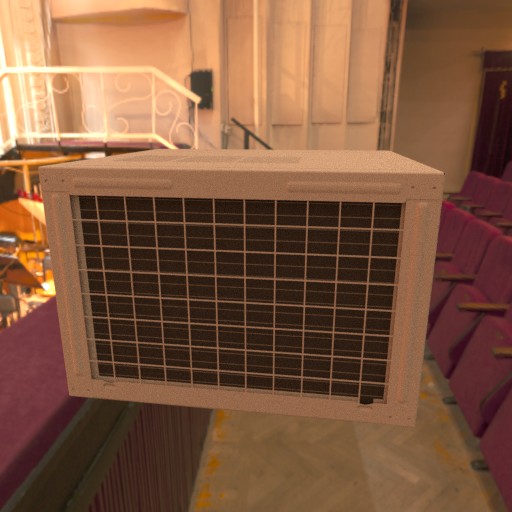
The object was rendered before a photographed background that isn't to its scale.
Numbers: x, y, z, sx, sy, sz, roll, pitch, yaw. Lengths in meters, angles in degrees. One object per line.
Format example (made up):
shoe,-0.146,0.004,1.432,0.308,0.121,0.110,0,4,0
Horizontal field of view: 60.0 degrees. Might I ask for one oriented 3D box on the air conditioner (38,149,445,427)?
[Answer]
air conditioner,0.000,0.000,1.032,0.645,0.455,0.599,2,17,8
